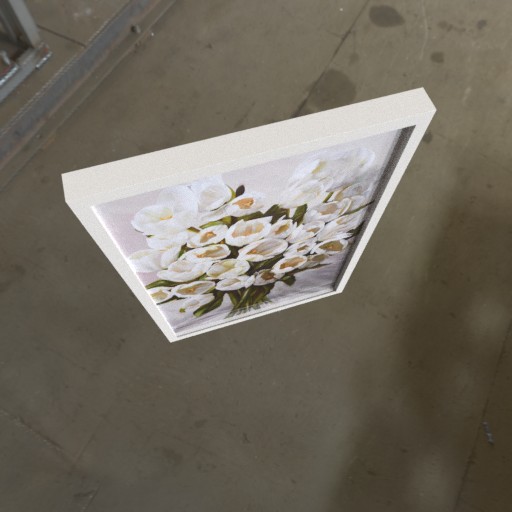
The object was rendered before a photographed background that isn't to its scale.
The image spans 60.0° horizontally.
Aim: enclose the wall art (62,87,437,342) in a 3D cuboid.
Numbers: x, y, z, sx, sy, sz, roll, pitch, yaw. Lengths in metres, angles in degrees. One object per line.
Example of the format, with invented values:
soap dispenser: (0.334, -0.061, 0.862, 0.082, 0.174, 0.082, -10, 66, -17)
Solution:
wall art: (0.000, 0.000, 0.535, 0.293, 0.428, 0.025, -15, 67, -7)
